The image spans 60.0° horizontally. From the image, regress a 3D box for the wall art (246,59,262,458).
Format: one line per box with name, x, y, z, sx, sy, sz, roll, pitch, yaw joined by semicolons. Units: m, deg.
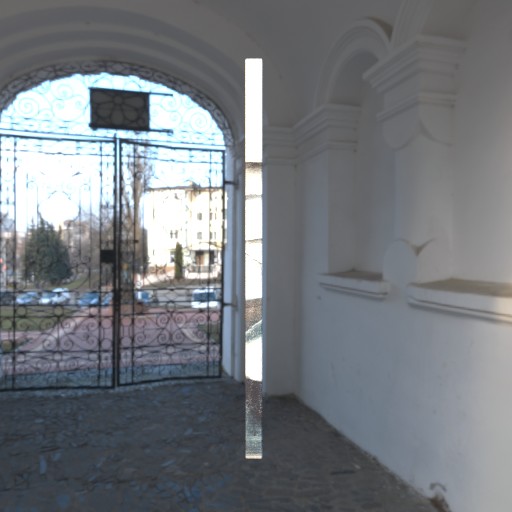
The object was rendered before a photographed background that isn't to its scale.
wall art;0.000;0.000;1.620;0.039;0.915;1.219;0;1;0
